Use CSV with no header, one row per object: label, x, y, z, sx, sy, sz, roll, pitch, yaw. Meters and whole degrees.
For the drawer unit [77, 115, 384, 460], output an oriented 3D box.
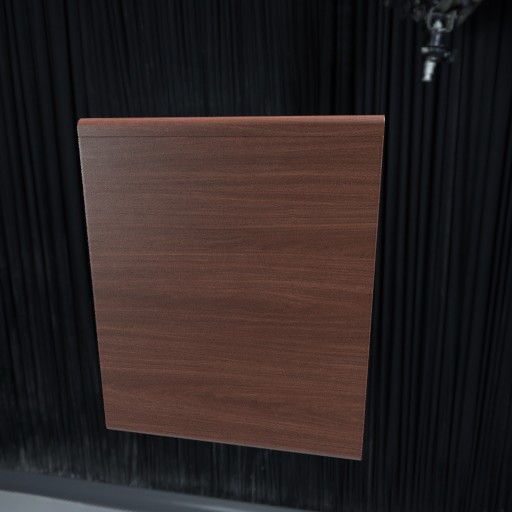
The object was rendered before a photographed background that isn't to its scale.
drawer unit,0.000,0.000,0.615,0.290,0.351,0.349,3,15,10
